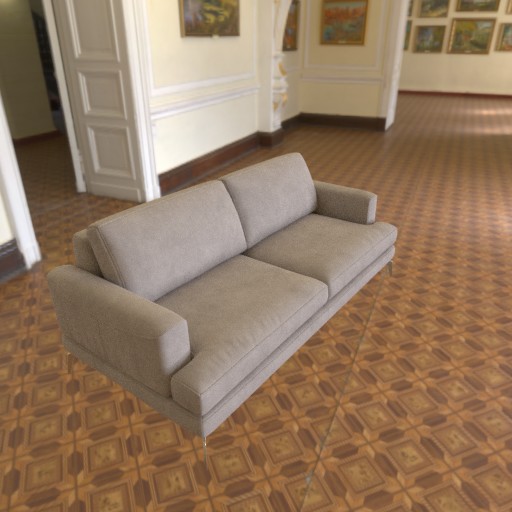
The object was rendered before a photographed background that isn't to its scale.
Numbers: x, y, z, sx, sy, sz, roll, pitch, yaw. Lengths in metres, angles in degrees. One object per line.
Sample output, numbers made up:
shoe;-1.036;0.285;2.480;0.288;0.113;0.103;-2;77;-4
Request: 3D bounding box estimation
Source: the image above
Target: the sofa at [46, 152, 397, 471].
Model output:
sofa;0.000;0.000;2.552;0.980;0.830;2.013;18;32;32
